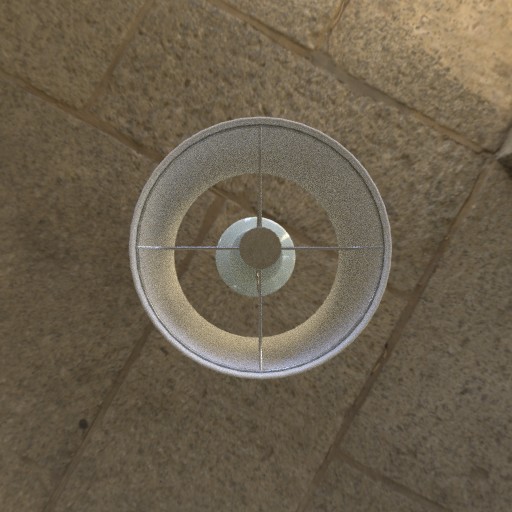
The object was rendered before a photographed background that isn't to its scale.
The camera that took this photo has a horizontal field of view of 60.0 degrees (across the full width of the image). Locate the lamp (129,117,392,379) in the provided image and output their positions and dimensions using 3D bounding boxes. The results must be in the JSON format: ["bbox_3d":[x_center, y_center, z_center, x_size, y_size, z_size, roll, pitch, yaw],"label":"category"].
[{"bbox_3d":[0.000,0.000,0.602,0.212,0.493,0.212,0,88,-1],"label":"lamp"}]
